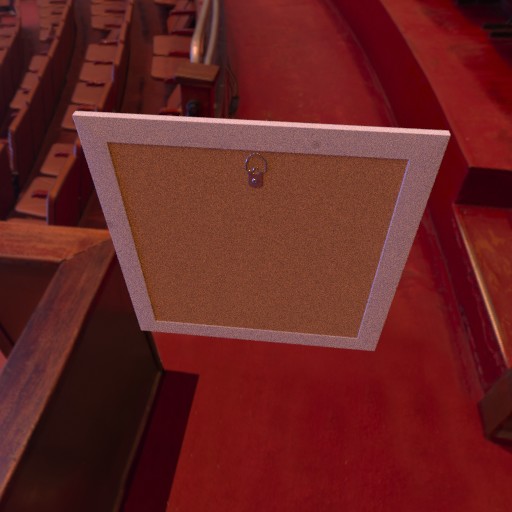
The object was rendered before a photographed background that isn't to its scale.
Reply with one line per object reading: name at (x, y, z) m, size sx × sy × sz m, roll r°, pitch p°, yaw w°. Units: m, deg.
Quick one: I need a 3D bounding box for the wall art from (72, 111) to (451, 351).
wall art at (0.000, 0.000, 0.877) m, size 0.572 × 0.577 × 0.015 m, roll 4°, pitch 46°, yaw 4°
